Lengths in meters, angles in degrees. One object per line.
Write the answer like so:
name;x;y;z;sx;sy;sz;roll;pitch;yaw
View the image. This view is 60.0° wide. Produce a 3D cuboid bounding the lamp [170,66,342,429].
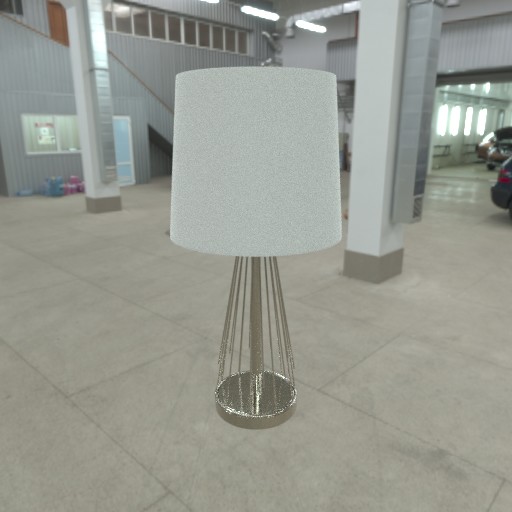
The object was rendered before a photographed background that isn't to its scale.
lamp;0.000;0.000;0.807;0.303;0.618;0.303;0;16;0
